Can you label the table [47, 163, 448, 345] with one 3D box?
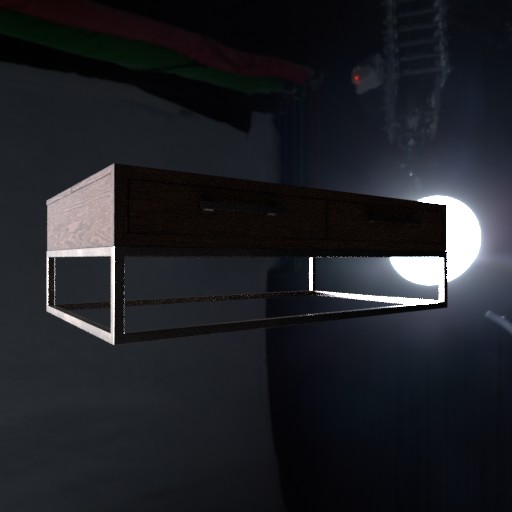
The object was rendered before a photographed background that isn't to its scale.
[{"bbox_3d":[0.000,0.000,1.490,1.167,0.361,0.719,0,0,-35],"label":"table"}]
